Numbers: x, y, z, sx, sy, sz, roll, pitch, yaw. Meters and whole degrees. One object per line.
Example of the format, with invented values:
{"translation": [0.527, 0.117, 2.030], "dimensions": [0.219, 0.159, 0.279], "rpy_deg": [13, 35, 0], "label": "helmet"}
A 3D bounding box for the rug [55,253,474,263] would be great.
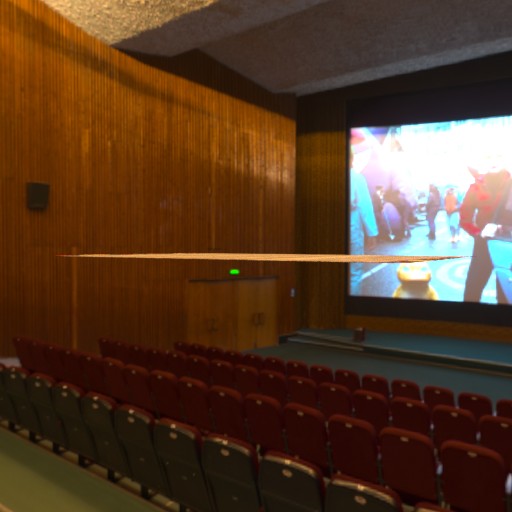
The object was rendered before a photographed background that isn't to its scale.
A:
{"translation": [0.000, 0.000, 2.967], "dimensions": [2.465, 0.012, 1.465], "rpy_deg": [1, 1, 35], "label": "rug"}
